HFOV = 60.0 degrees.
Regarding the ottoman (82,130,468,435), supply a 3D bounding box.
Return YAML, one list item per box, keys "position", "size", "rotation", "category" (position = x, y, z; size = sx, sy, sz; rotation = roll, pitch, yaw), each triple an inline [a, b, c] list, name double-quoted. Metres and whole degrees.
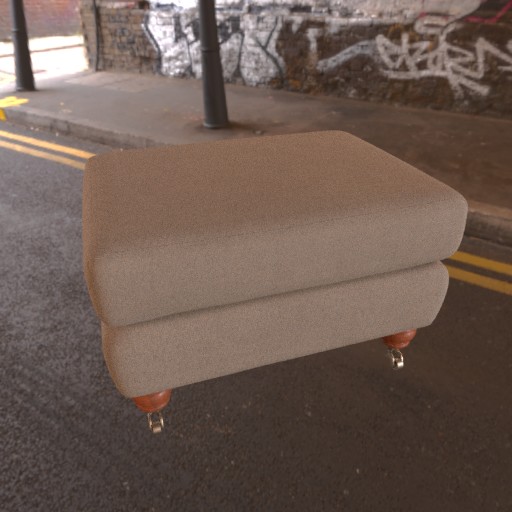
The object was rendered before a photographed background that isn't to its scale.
- position: [0.000, 0.000, 1.122]
  size: [0.773, 0.504, 0.569]
  rotation: [-10, 32, -16]
  category: "ottoman"
